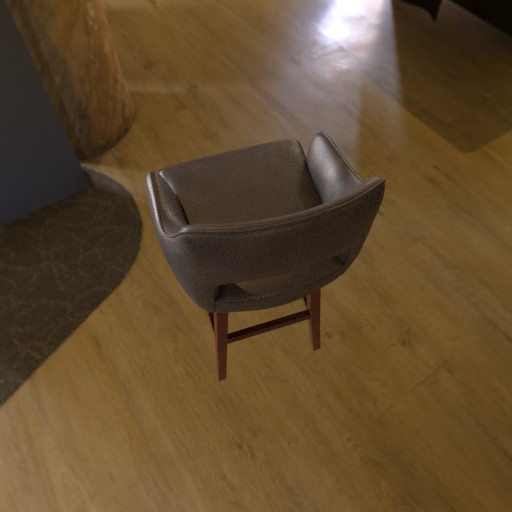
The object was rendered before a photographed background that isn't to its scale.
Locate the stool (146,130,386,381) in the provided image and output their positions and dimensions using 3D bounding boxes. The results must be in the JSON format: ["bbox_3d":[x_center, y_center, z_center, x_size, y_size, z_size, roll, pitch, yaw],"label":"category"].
[{"bbox_3d":[0.000,0.000,1.404,0.550,1.041,0.560,-15,59,-10],"label":"stool"}]
